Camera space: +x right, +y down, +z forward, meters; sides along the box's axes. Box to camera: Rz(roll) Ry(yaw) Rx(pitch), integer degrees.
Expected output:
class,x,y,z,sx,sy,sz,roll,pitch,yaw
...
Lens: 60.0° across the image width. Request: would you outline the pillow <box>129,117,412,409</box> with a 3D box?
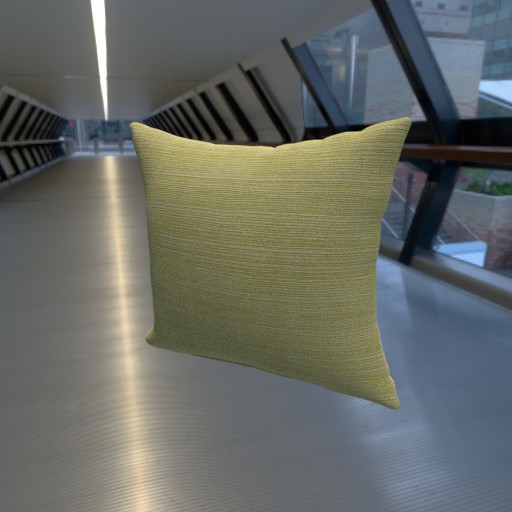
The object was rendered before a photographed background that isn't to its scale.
class,x,y,z,sx,sy,sz,roll,pitch,yaw
pillow,0.000,0.000,0.825,0.560,0.487,0.229,8,18,25
